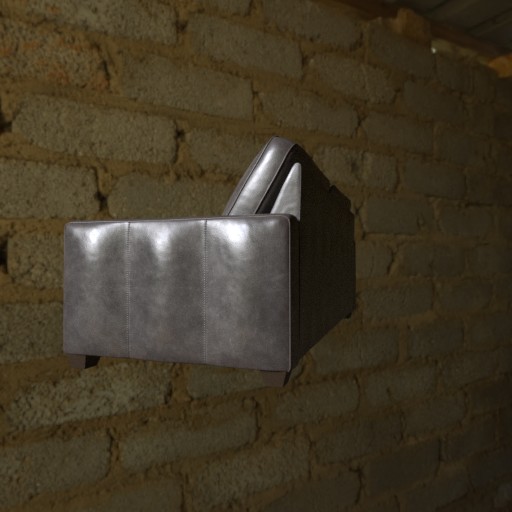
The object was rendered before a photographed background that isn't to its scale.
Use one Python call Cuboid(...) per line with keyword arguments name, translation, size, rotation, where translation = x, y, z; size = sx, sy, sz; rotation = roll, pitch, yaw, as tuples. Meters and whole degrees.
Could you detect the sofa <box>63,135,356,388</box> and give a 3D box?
Cuboid(name="sofa", translation=(0.000, 0.000, 2.575), size=(0.939, 0.916, 2.081), rotation=(0, -1, 19))
